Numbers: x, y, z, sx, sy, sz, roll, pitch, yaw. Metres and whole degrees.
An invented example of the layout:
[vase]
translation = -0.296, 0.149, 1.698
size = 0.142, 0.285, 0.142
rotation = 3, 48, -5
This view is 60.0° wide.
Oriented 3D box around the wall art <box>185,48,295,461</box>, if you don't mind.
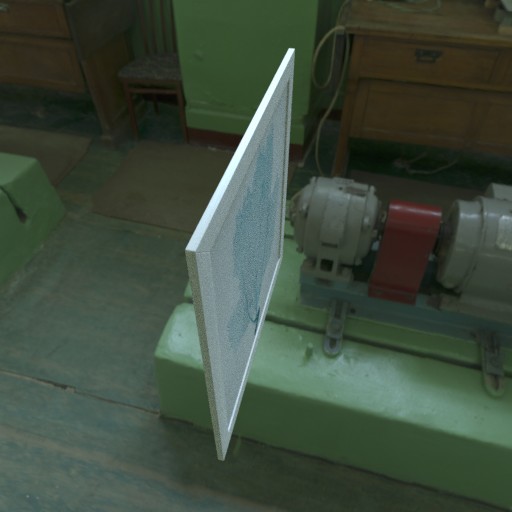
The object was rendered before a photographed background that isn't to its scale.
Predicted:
[wall art]
translation = 0.000, 0.000, 0.875
size = 0.013, 0.584, 0.584
rotation = 10, 46, 10
